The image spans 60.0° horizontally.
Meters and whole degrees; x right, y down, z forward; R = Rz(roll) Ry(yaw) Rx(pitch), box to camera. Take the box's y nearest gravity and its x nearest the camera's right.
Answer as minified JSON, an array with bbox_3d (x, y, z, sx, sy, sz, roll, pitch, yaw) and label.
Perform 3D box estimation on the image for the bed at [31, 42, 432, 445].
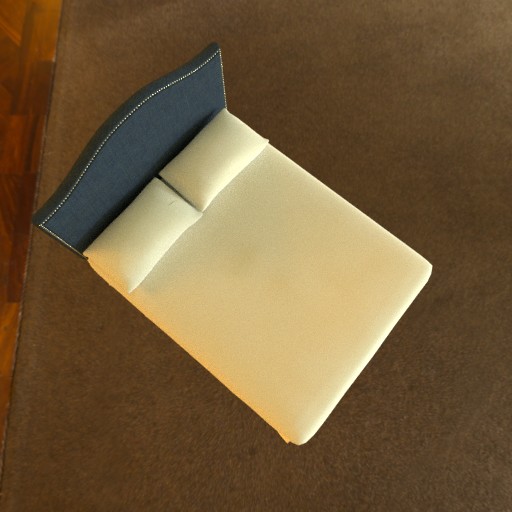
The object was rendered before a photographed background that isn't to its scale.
[{"bbox_3d":[0.000,0.000,3.116,2.153,1.518,1.713,39,78,10],"label":"bed"}]
